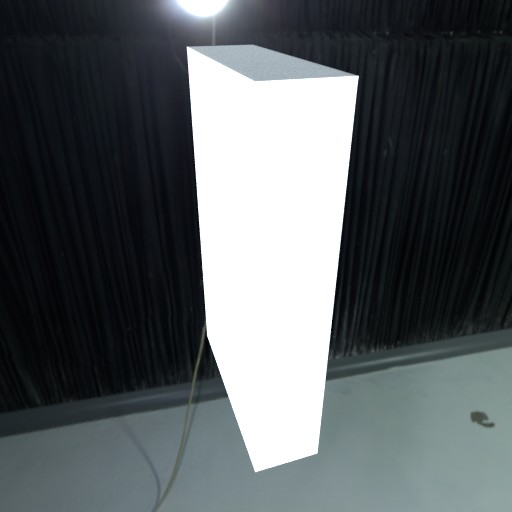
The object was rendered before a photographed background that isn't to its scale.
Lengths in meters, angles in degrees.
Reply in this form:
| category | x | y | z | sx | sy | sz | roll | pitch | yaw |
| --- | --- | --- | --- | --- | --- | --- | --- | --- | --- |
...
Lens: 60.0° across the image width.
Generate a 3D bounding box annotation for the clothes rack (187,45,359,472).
| category | x | y | z | sx | sy | sz | roll | pitch | yaw |
| --- | --- | --- | --- | --- | --- | --- | --- | --- | --- |
| clothes rack | 0.000 | 0.000 | 1.560 | 0.250 | 1.280 | 0.750 | -9 | 32 | -16 |
